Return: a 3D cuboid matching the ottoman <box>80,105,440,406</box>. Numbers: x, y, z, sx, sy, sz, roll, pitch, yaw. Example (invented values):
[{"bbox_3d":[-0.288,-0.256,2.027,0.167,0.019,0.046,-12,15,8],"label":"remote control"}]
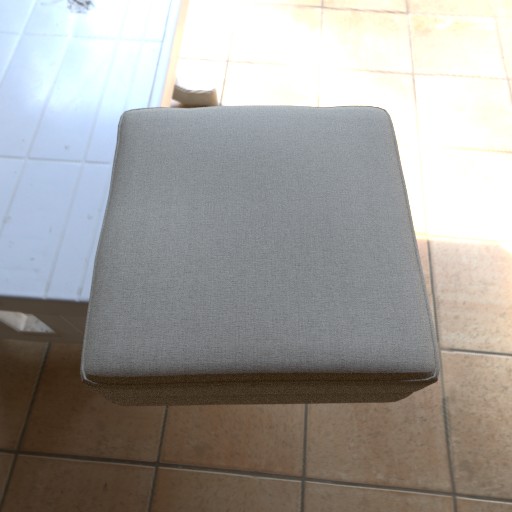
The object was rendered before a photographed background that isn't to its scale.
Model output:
[{"bbox_3d":[0.000,0.000,1.335,0.838,0.503,0.838,-1,64,0],"label":"ottoman"}]
